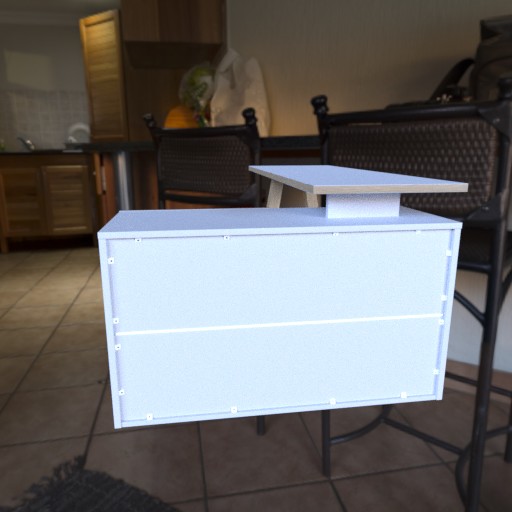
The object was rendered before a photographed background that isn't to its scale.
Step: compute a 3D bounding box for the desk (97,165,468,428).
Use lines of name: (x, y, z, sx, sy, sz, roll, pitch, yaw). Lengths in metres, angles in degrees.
desk: (0.000, 0.000, 2.034, 1.098, 0.755, 1.404, -2, 14, -8)
